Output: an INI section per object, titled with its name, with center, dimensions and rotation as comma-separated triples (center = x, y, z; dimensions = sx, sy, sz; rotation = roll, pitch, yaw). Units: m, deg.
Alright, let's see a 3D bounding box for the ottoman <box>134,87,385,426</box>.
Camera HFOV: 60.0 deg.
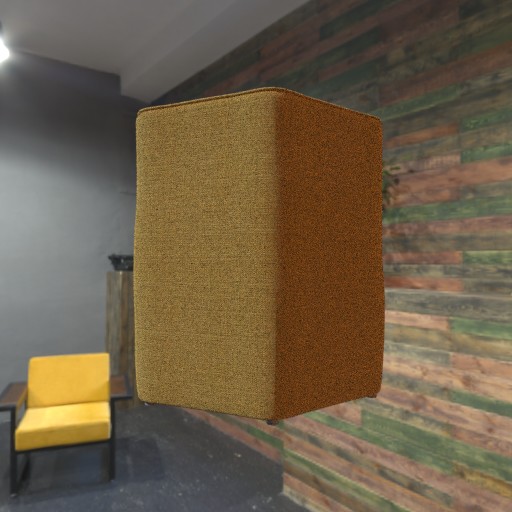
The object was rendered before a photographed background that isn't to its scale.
[ottoman]
center = 0.000, 0.000, 0.878
dimensions = 0.494, 0.502, 0.443
rotation = 1, -1, -36
